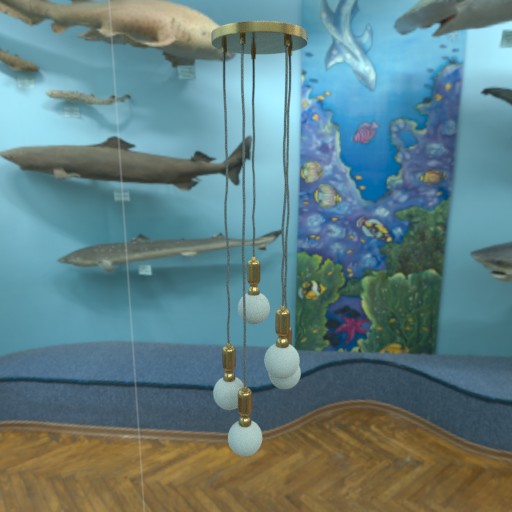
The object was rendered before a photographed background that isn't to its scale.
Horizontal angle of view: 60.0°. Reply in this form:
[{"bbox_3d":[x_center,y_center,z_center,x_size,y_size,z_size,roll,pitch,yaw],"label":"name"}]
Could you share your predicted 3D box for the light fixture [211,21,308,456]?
[{"bbox_3d":[0.000,0.000,0.498,0.105,0.457,0.108,2,13,8],"label":"light fixture"}]
